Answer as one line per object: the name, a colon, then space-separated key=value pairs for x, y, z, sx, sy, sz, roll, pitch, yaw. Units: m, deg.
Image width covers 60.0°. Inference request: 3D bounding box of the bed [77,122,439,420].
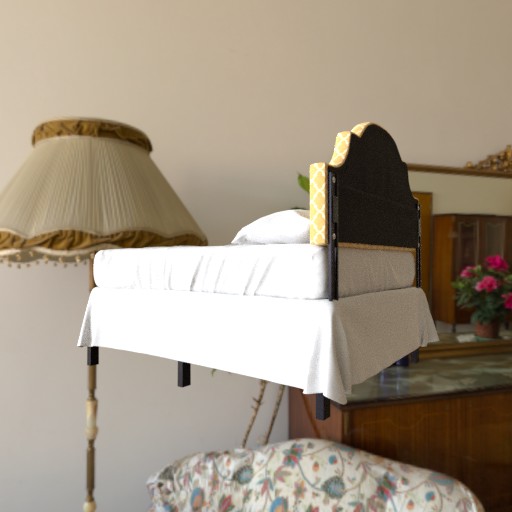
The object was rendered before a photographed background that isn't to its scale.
bed: x=0.000 y=0.000 z=3.359 sx=2.222 sy=1.633 sz=1.780 roll=-1 pitch=-1 yaw=36
